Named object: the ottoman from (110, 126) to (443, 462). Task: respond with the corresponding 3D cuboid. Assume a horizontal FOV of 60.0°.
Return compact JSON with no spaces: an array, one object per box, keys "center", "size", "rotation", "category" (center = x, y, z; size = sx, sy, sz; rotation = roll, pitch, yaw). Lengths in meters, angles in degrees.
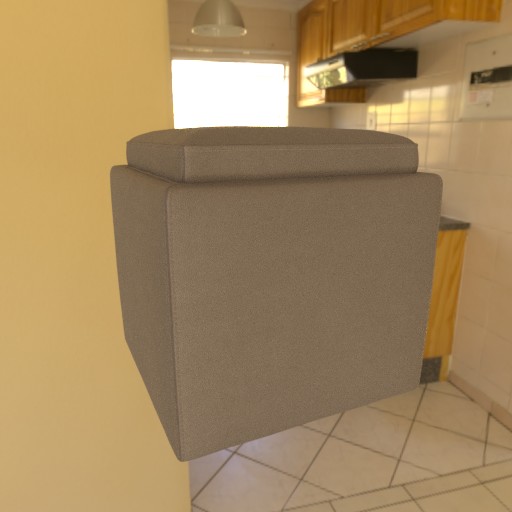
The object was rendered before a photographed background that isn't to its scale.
[{"center":[0.000,0.000,0.819],"size":[0.450,0.460,0.451],"rotation":[-7,17,-24],"category":"ottoman"}]
